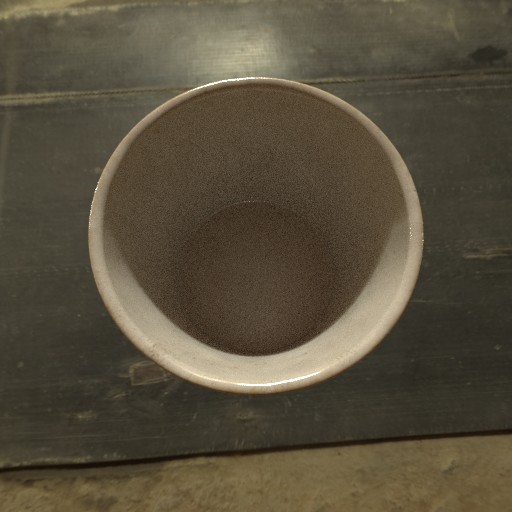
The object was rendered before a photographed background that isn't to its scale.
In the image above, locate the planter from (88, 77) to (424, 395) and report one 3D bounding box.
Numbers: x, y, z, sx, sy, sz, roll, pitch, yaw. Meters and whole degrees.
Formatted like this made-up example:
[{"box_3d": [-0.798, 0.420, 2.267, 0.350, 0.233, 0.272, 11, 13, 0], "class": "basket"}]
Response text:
[{"box_3d": [0.000, 0.000, 0.218, 0.126, 0.104, 0.126, 0, 75, 0], "class": "planter"}]
